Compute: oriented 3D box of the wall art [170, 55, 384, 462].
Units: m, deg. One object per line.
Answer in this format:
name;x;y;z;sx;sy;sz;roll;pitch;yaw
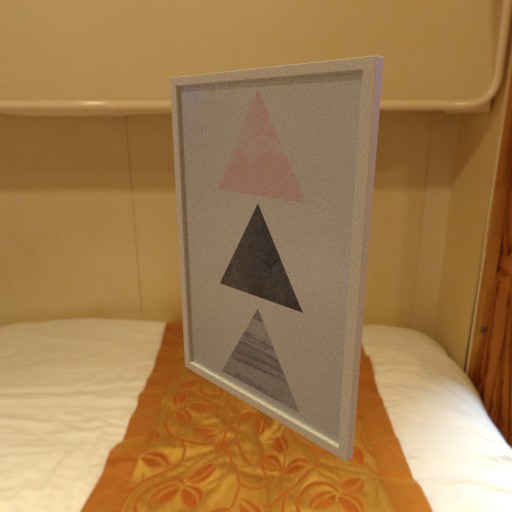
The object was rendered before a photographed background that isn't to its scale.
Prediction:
wall art;0.000;0.000;0.555;0.303;0.433;0.013;16;23;41
